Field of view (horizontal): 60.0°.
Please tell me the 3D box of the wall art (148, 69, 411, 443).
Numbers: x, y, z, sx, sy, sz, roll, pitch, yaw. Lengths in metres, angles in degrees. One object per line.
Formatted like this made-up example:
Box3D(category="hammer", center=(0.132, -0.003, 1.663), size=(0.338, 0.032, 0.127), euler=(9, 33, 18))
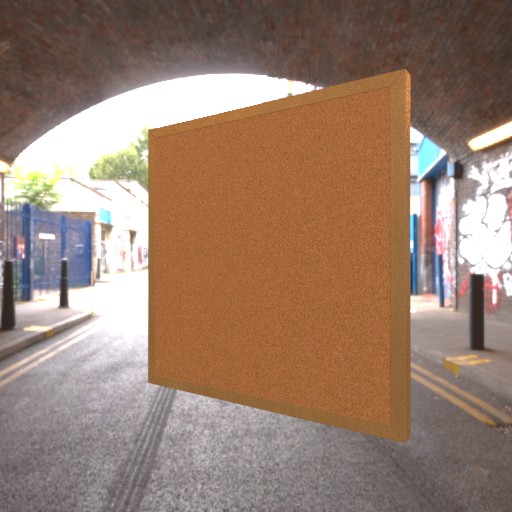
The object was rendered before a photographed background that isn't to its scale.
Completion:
Box3D(category="wall art", center=(0.000, 0.000, 1.132), size=(0.763, 0.763, 0.037), euler=(0, 0, 34))
